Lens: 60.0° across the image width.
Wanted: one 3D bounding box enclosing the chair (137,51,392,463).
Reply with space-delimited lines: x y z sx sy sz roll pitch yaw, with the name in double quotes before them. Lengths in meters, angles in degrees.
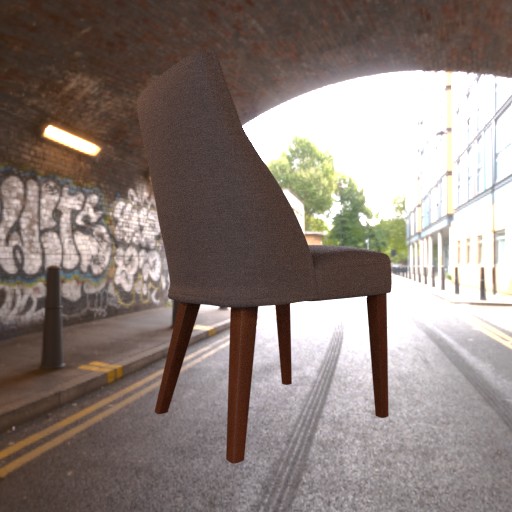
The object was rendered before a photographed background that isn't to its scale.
"chair" 0.000 0.000 1.283 0.620 0.930 0.500 1 -1 -36
